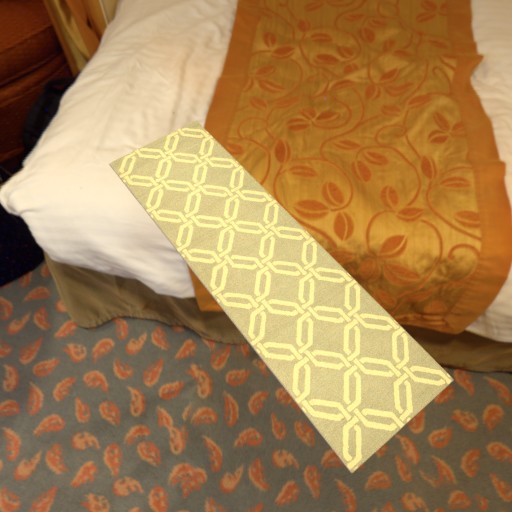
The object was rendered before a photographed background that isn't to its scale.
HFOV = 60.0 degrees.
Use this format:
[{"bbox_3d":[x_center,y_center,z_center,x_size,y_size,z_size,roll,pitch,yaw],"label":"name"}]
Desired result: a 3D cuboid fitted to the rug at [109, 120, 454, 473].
[{"bbox_3d":[0.000,0.000,2.509,0.678,0.014,2.276,-33,64,-18],"label":"rug"}]
